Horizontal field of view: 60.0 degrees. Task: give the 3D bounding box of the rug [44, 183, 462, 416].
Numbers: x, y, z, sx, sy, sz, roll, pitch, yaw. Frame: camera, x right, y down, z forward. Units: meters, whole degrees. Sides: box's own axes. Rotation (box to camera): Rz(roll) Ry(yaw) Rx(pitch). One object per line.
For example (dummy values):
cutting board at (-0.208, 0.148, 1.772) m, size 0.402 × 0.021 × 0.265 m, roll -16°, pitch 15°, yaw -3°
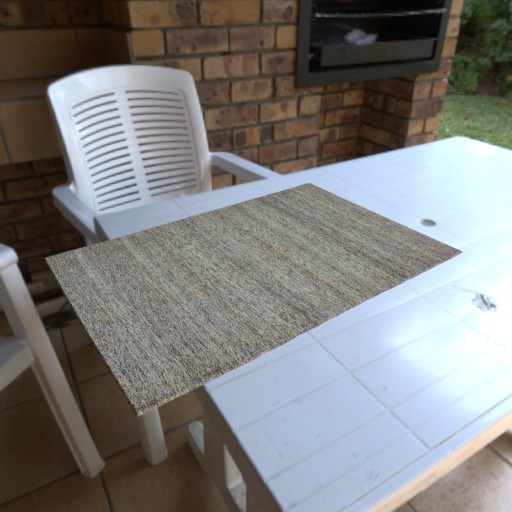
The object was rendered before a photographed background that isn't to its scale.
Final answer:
rug at (0.000, 0.000, 2.339) m, size 1.846 × 0.014 × 1.243 m, roll -20°, pitch 36°, yaw -30°
